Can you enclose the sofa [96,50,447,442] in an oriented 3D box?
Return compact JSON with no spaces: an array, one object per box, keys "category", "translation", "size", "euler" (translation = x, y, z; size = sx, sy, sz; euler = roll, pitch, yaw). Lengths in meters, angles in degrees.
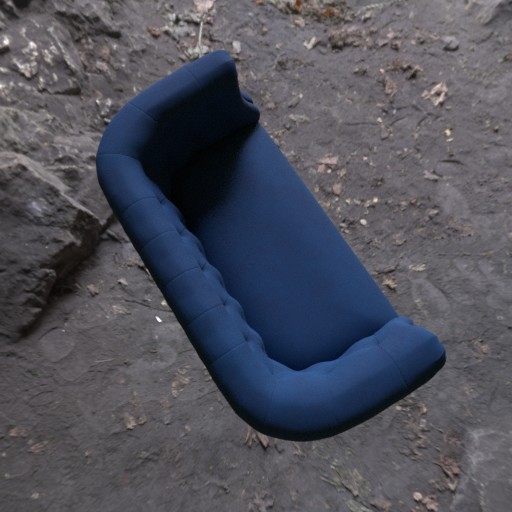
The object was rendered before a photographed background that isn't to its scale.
[{"category":"sofa","translation":[0.000,0.000,2.004],"size":[0.835,0.827,1.558],"euler":[-32,78,-8]}]
